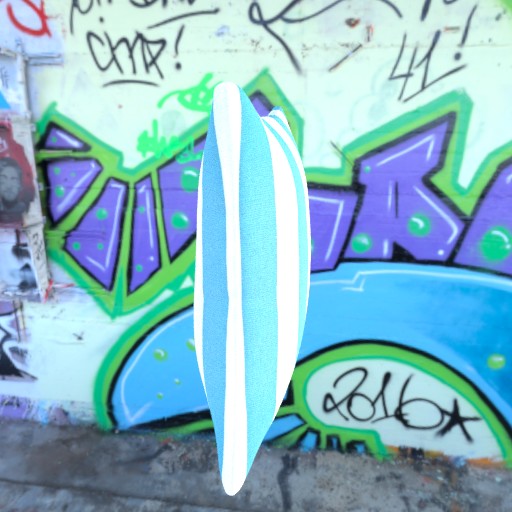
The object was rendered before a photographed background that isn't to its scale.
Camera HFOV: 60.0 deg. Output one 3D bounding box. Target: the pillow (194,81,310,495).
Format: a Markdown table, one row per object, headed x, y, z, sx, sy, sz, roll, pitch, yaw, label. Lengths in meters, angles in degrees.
| x | y | z | sx | sy | sz | roll | pitch | yaw | label |
| --- | --- | --- | --- | --- | --- | --- | --- | --- | --- |
| 0.000 | 0.000 | 0.778 | 0.189 | 0.526 | 0.536 | 2 | 16 | 8 | pillow |
